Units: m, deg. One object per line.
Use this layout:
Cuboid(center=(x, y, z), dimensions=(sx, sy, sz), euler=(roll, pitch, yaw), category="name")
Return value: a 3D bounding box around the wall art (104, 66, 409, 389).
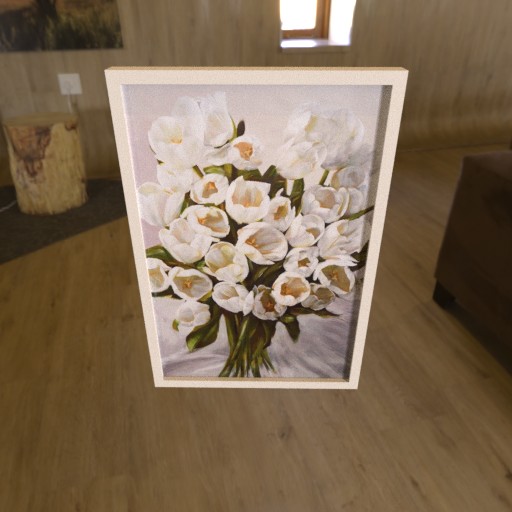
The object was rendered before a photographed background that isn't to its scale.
Cuboid(center=(0.000, 0.000, 0.837), dimensions=(0.450, 0.657, 0.038), euler=(0, 30, 1), category="wall art")
